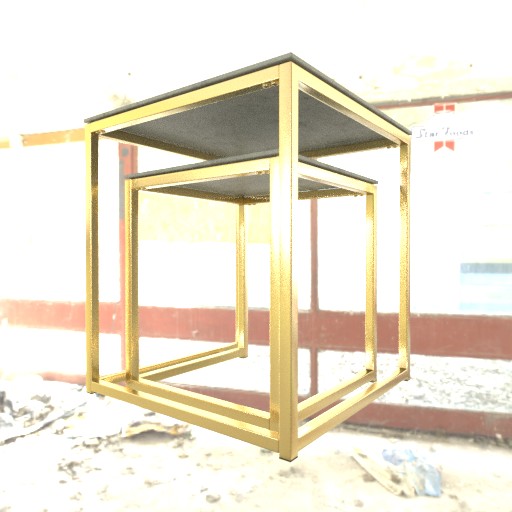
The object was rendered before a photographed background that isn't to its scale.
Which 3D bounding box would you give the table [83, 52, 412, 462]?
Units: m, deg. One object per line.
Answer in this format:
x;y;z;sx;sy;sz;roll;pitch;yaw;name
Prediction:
0.000;0.000;0.852;0.450;0.500;0.450;0;1;37;table
